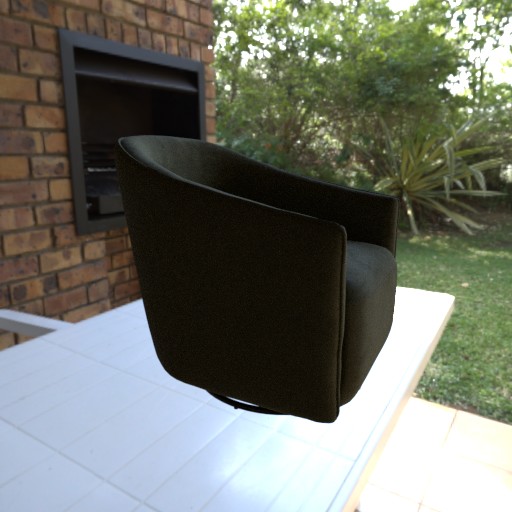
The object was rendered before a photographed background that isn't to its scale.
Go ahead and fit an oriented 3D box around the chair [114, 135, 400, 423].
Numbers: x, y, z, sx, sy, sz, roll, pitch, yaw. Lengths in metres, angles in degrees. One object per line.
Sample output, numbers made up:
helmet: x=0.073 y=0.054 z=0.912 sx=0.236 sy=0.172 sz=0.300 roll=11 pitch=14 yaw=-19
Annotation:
chair: x=0.000 y=0.000 z=1.501 sx=0.875 sy=0.799 sz=0.747 roll=7 pitch=15 yaw=26
